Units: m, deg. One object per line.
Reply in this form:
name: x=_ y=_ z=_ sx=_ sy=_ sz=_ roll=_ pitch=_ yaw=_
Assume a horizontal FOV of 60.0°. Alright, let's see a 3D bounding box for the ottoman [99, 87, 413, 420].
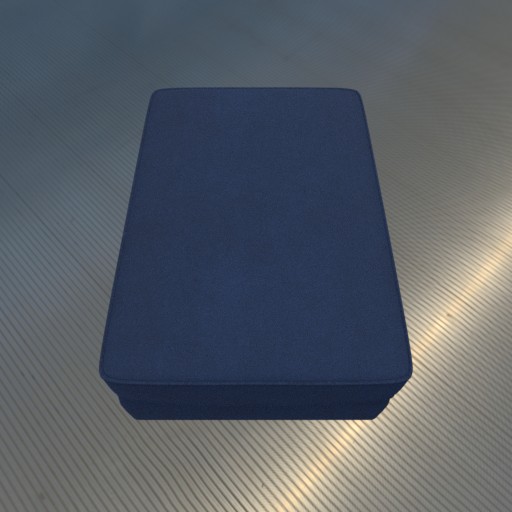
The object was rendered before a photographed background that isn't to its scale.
ottoman: x=0.000 y=0.000 z=1.384 sx=0.686 sy=0.584 sz=0.965 roll=0 pitch=58 yaw=0
